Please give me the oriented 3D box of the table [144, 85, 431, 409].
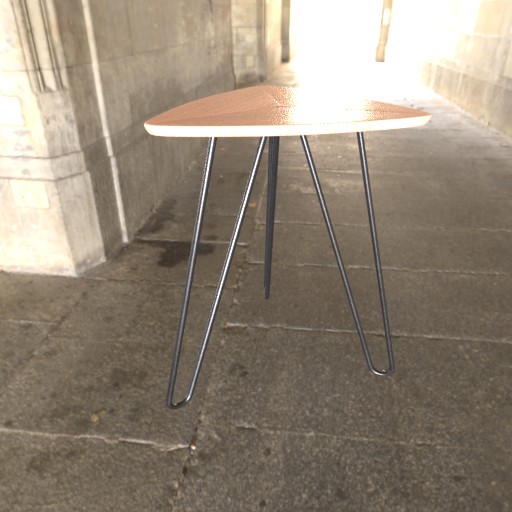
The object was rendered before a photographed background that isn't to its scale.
[{"bbox_3d":[0.000,0.000,0.879,0.455,0.564,0.442,-21,35,-33],"label":"table"}]
